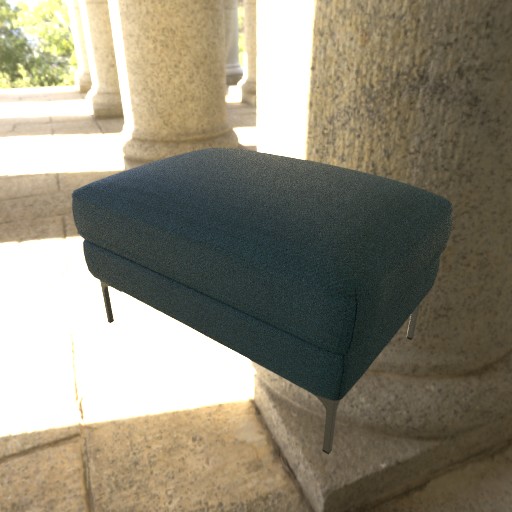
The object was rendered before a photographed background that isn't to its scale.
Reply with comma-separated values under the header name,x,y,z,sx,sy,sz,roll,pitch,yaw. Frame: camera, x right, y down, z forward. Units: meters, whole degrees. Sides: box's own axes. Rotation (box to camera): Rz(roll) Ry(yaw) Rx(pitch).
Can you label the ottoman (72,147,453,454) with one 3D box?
name,x,y,z,sx,sy,sz,roll,pitch,yaw
ottoman,0.000,0.000,1.213,0.856,0.498,0.563,20,34,33
